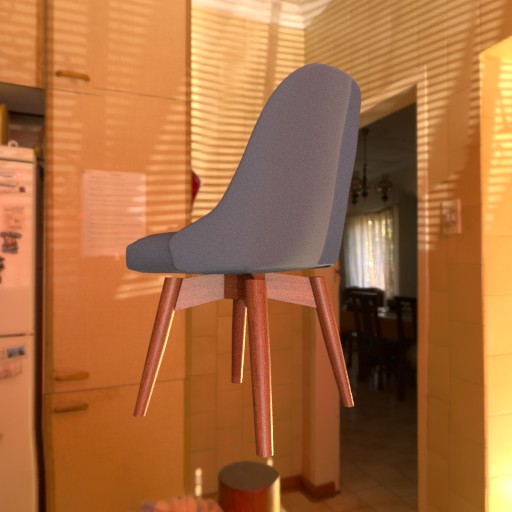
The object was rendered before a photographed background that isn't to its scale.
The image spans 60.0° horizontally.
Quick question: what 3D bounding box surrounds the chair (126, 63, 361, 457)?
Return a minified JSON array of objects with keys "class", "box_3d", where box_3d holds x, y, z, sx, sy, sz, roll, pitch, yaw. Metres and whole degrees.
[{"class":"chair","box_3d":[0.000,0.000,1.260,0.589,0.882,0.503,-1,-1,37]}]
